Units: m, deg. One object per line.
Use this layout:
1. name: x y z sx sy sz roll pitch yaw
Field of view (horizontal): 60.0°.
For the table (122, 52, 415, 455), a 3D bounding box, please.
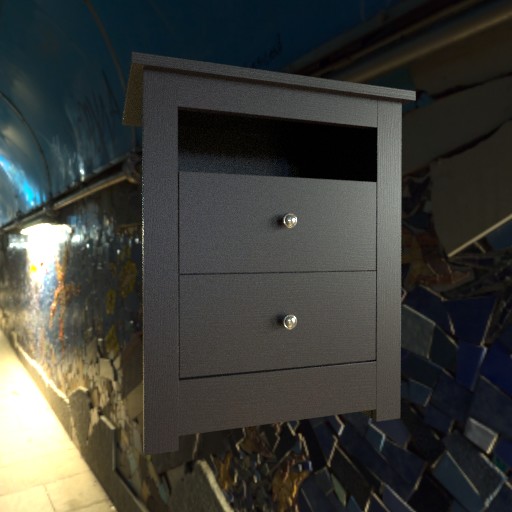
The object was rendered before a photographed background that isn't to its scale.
1. table: 0.000 0.000 1.051 0.589 0.711 0.408 0 1 -19
